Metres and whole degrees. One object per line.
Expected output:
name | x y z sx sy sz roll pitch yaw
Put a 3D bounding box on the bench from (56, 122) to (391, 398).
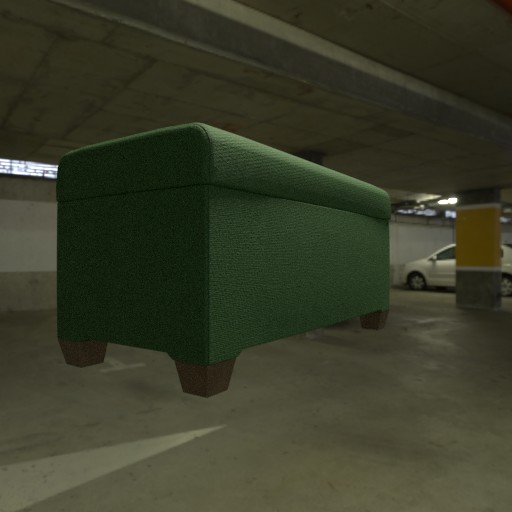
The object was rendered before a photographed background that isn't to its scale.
bench | 0.000 0.000 1.288 0.505 0.501 0.989 0 0 35
